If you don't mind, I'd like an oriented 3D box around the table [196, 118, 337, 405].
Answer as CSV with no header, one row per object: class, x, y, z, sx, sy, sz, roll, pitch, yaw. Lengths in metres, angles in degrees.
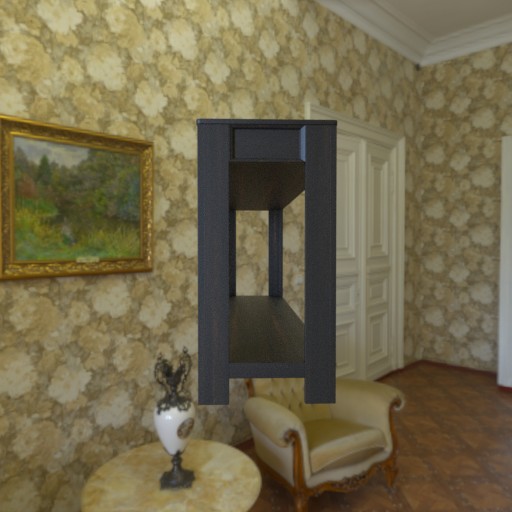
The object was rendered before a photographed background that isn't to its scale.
table,0.000,0.000,1.996,0.384,0.762,1.631,0,1,-2
